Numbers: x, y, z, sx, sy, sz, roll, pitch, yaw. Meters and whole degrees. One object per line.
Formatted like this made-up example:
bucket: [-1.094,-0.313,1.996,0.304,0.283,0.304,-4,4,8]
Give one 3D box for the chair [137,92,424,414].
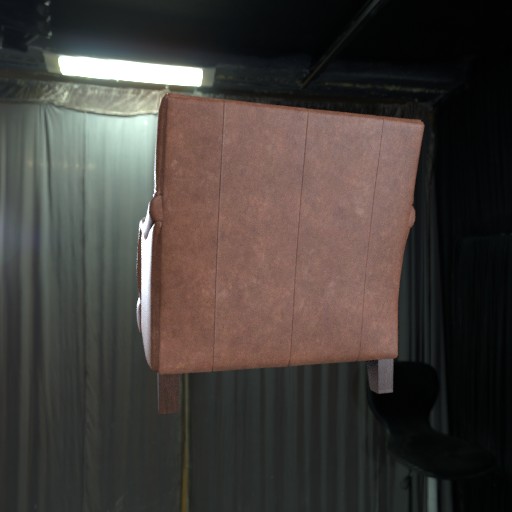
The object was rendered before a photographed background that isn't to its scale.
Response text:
chair: [0.000,0.000,1.936,0.986,1.055,1.158,0,-1,-16]
